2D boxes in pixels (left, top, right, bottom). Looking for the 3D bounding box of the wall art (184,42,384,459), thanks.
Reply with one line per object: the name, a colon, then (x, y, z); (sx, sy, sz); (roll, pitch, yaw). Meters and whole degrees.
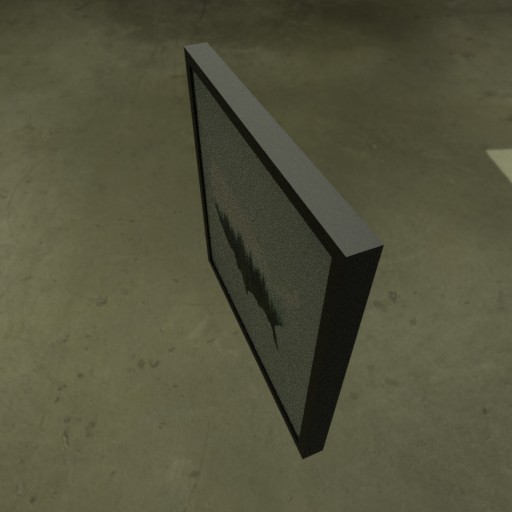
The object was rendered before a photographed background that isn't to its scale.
wall art: (0.000, 0.000, 0.746); (0.040, 0.509, 0.509); (-17, 49, -15)
